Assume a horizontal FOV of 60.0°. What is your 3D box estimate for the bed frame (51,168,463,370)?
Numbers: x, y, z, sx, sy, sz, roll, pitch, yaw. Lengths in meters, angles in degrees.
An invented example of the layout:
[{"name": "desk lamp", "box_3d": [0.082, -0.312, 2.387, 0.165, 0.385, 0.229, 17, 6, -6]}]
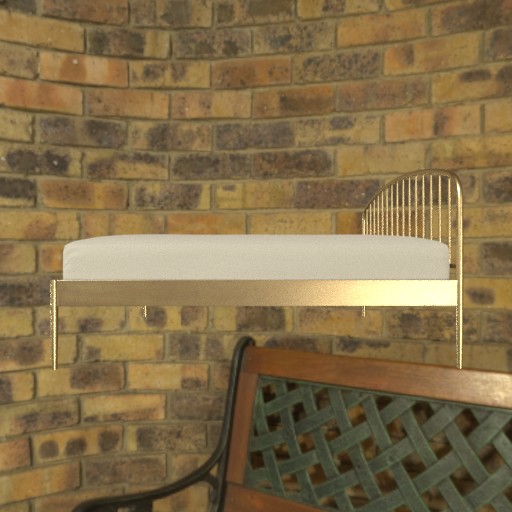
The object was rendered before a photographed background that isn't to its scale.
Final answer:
[{"name": "bed frame", "box_3d": [0.000, 0.000, 3.306, 2.152, 1.174, 2.016, 0, 0, -1]}]
